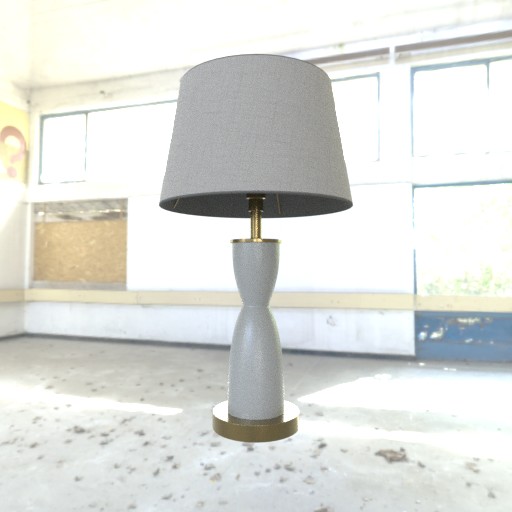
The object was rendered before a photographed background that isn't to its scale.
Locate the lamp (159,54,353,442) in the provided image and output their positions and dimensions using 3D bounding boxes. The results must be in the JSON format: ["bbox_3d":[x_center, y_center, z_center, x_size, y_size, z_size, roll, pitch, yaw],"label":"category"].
[{"bbox_3d":[0.000,0.000,0.719,0.309,0.545,0.309,0,-1,0],"label":"lamp"}]
